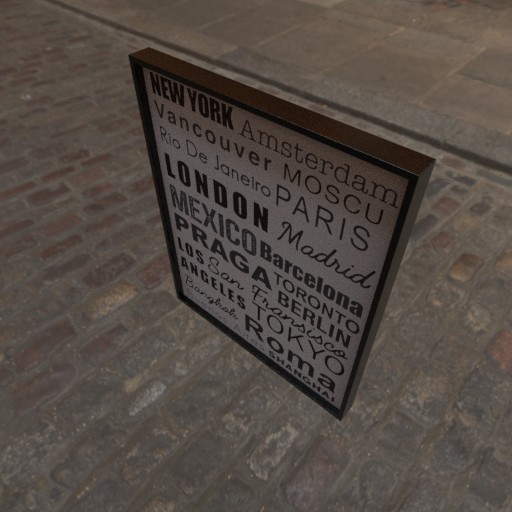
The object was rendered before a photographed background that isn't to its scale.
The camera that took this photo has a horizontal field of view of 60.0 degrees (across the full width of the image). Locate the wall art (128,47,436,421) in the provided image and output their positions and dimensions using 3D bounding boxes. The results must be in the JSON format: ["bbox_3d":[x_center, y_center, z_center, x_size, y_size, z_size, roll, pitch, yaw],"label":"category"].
[{"bbox_3d":[0.000,0.000,0.736,0.448,0.551,0.038,32,54,27],"label":"wall art"}]
